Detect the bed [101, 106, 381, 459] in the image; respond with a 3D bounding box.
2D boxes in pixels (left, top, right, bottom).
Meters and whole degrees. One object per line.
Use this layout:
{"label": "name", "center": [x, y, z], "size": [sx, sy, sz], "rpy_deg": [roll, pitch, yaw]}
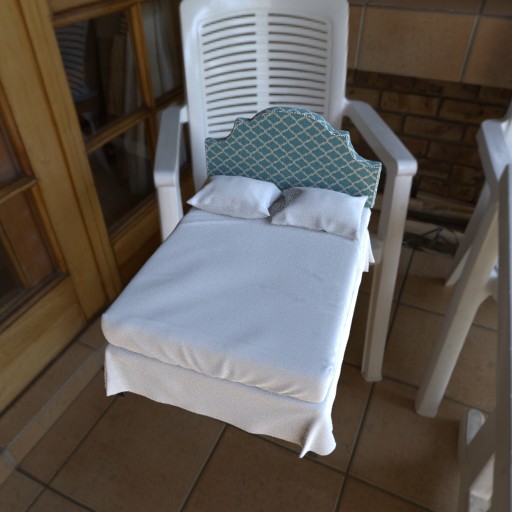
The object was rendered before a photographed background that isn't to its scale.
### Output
{"label": "bed", "center": [0.000, 0.000, 3.425], "size": [1.780, 1.633, 2.222], "rpy_deg": [12, 41, 14]}
